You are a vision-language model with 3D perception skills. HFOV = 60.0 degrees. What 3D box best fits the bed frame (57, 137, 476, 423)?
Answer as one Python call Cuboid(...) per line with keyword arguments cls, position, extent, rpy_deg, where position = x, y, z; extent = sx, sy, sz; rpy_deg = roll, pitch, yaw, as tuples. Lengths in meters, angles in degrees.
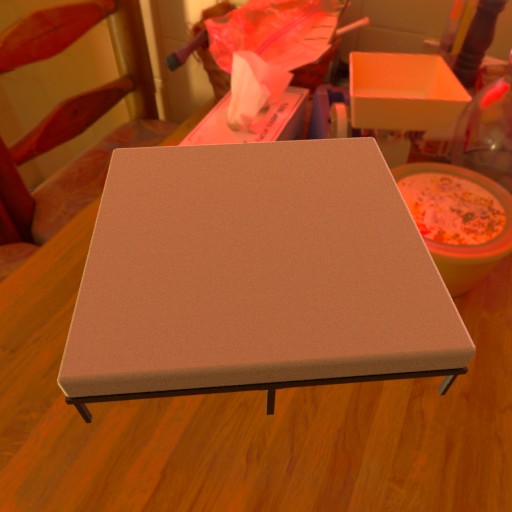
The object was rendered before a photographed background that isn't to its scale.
Cuboid(cls="bed frame", position=(0.000, 0.000, 3.805), extent=(2.635, 0.680, 2.526), rpy_deg=(-3, 47, -3))
